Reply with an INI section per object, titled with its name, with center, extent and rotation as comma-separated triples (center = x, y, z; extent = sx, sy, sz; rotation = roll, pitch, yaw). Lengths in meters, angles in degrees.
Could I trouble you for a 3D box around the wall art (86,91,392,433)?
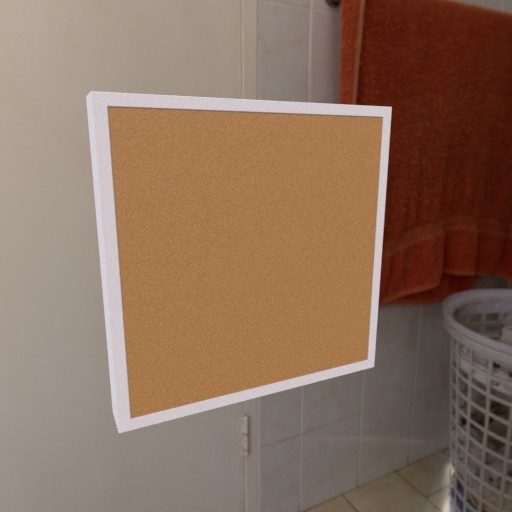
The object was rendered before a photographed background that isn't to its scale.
[wall art]
center = 0.000, 0.000, 0.462
extent = 0.305, 0.305, 0.038
rotation = -6, 15, -25
